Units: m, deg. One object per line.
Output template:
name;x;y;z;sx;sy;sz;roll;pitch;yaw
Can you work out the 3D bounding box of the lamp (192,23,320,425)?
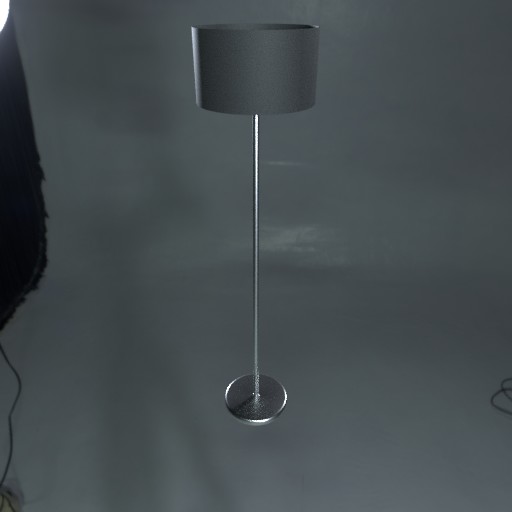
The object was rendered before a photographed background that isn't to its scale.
lamp;0.000;0.000;1.567;0.348;1.443;0.348;1;30;2
